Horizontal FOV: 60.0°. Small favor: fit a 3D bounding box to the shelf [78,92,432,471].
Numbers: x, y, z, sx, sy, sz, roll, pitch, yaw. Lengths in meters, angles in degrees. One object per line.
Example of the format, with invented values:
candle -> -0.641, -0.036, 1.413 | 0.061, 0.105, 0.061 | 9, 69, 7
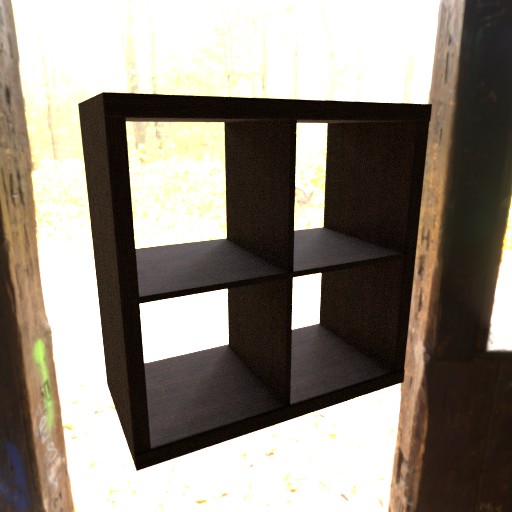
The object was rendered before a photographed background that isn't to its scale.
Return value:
shelf -> 0.000, 0.000, 1.209 | 0.790, 0.786, 0.390 | -8, 18, -26
